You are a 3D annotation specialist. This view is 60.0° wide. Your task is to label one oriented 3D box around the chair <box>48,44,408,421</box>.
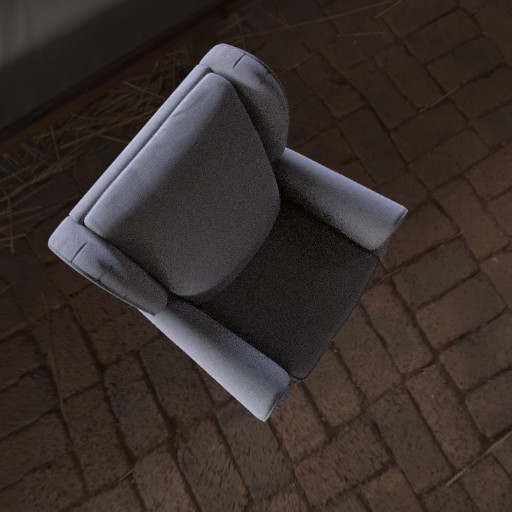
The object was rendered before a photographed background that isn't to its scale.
[{"bbox_3d":[0.000,0.000,1.645,0.854,0.966,0.906,35,79,8],"label":"chair"}]
